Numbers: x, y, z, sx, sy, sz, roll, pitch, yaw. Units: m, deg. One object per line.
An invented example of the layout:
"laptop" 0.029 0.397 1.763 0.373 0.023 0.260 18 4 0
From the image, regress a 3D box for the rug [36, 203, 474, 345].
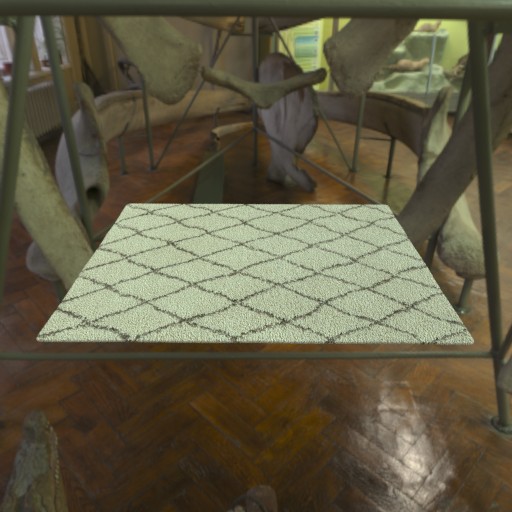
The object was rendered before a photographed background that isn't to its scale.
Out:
"rug" 0.000 0.000 4.123 3.047 0.029 2.438 0 29 1
